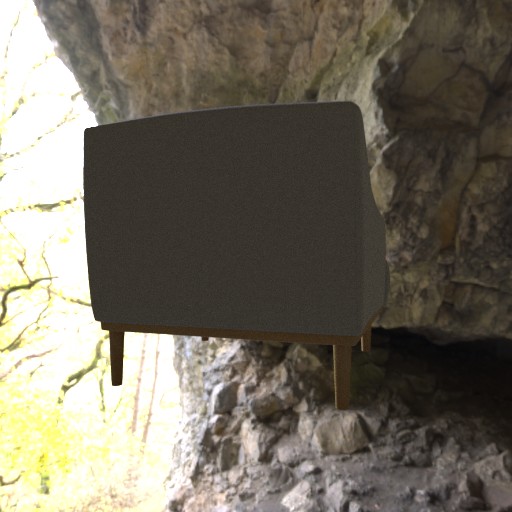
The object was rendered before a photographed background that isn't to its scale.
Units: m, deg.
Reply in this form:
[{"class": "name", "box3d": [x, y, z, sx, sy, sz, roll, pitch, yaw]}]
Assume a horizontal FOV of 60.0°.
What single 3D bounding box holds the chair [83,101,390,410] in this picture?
[{"class": "chair", "box3d": [0.000, 0.000, 1.641, 0.946, 0.818, 0.951, 0, 1, 17]}]
